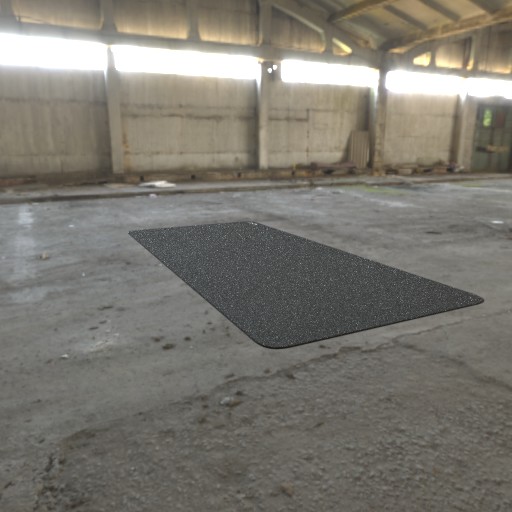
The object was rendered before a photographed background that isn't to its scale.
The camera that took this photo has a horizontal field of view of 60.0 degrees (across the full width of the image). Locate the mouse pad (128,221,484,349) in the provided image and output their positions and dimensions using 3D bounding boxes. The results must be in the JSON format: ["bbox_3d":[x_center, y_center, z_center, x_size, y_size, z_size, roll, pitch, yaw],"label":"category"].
[{"bbox_3d":[0.000,0.000,1.037,0.424,0.003,0.907,-7,15,-26],"label":"mouse pad"}]
